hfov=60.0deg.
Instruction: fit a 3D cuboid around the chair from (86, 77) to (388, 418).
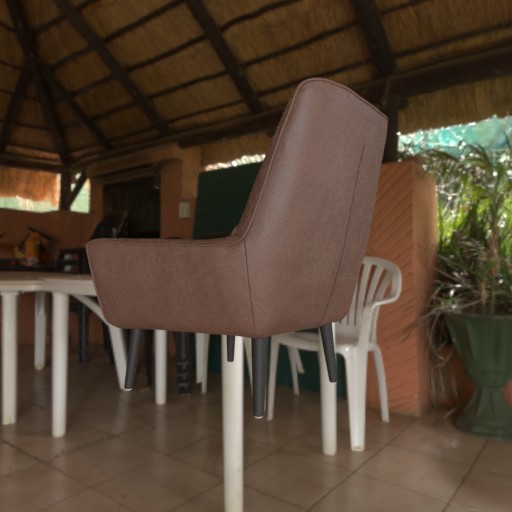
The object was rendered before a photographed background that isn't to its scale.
[{"bbox_3d":[0.000,0.000,1.493,0.824,0.888,0.787,-1,-2,37],"label":"chair"}]
